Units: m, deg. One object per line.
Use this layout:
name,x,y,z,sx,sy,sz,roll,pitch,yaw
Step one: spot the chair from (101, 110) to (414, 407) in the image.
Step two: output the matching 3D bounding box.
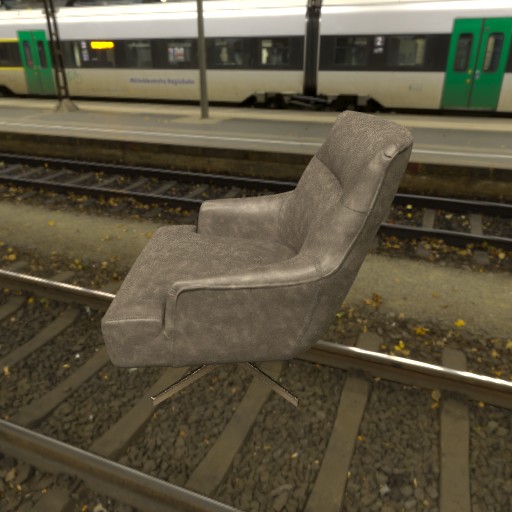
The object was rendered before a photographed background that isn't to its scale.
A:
chair,0.000,0.000,1.490,0.874,0.870,0.738,0,24,0
